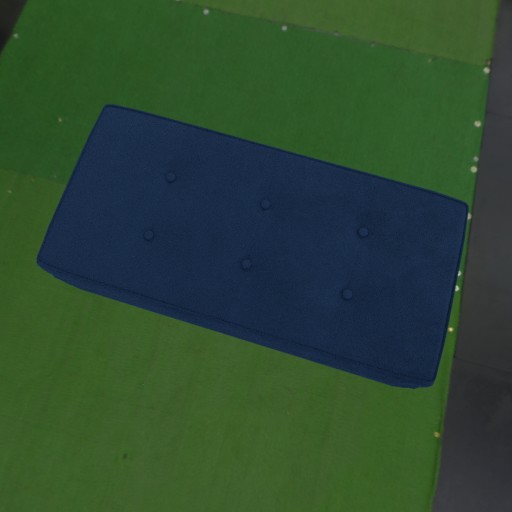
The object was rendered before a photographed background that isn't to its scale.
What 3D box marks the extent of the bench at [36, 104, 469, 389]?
[{"bbox_3d":[0.000,0.000,1.310,1.010,0.467,0.489,16,76,4],"label":"bench"}]
